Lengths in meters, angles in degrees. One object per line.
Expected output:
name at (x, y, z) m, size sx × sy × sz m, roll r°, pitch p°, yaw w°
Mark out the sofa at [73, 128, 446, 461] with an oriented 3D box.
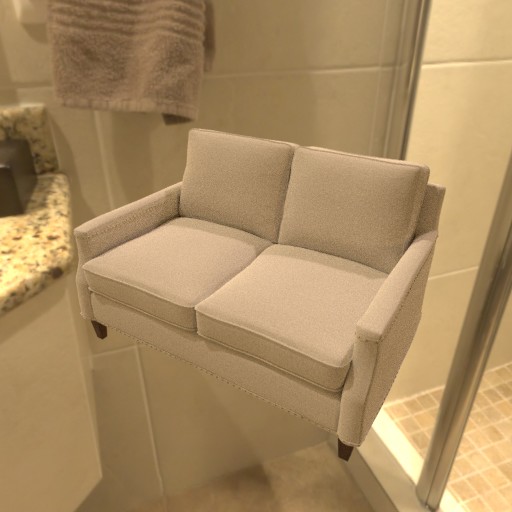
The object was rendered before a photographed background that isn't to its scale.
sofa at (0.000, 0.000, 2.257) m, size 1.597 × 1.003 × 1.084 m, roll 17°, pitch 33°, yaw 28°
